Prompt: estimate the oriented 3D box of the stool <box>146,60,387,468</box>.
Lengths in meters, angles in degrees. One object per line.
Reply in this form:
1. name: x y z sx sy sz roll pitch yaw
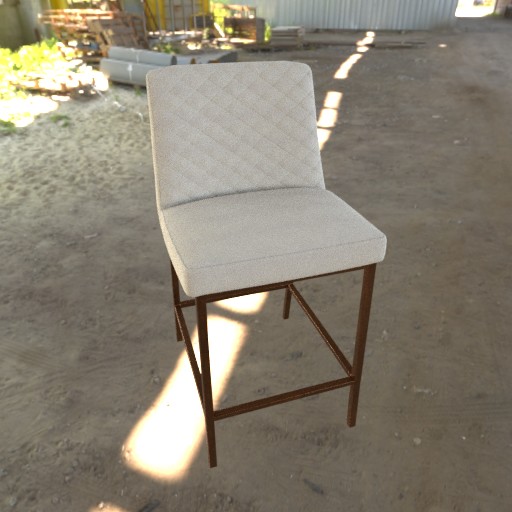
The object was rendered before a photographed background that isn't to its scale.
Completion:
1. stool: 0.000 0.000 1.275 0.507 0.973 0.576 -9 32 -16
